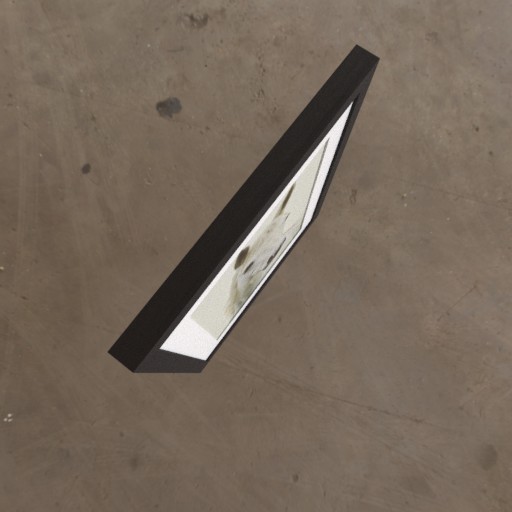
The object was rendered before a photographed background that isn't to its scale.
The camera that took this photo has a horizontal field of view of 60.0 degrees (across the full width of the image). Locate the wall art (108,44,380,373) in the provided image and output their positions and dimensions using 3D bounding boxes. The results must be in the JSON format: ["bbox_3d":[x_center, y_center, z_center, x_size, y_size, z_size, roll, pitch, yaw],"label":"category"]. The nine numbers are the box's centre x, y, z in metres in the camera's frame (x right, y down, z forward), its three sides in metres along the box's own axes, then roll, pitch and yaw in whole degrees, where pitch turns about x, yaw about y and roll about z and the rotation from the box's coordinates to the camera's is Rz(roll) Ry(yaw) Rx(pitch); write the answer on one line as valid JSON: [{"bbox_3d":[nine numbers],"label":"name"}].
[{"bbox_3d":[0.000,0.000,0.755,0.034,0.552,0.455,36,78,9],"label":"wall art"}]
